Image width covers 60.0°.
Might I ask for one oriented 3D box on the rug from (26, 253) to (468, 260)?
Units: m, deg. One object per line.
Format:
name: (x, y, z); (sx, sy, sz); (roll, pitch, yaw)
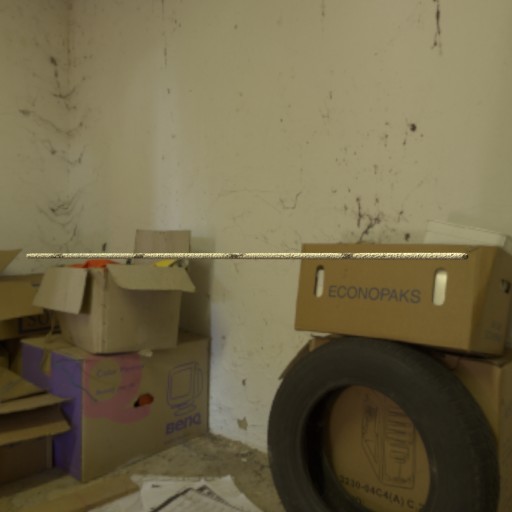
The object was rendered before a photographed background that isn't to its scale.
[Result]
rug: (0.000, 0.000, 3.018); (2.438, 0.030, 1.524); (0, 0, 18)
